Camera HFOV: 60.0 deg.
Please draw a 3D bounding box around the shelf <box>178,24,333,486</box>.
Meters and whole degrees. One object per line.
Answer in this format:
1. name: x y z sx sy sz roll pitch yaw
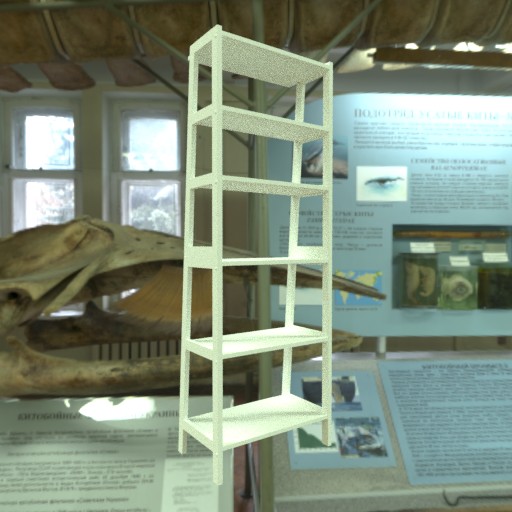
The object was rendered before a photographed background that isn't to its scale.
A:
1. shelf: 0.000 0.000 2.160 0.660 1.892 0.381 -1 2 -35
